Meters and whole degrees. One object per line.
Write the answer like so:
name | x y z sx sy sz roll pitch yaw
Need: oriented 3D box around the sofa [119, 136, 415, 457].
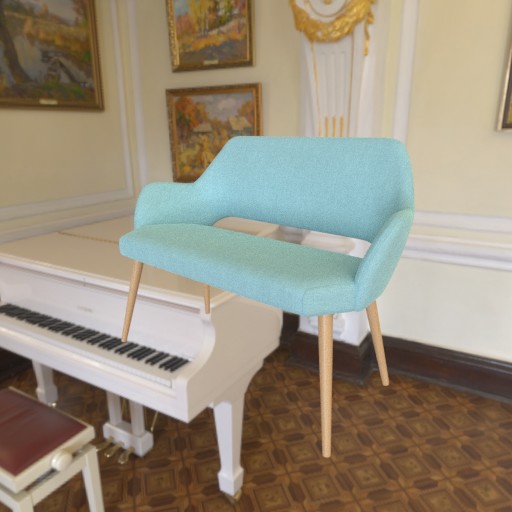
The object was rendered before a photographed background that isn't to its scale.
sofa | 0.000 0.000 1.627 1.150 0.840 0.610 14 21 40
